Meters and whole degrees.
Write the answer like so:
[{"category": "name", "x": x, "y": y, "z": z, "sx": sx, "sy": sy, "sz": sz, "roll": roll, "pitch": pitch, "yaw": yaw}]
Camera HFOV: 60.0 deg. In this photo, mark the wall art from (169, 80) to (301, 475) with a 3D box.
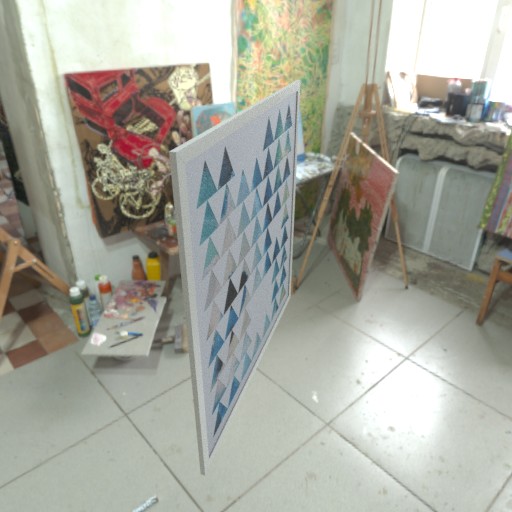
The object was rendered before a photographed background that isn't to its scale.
[{"category": "wall art", "x": 0.000, "y": 0.000, "z": 0.692, "sx": 0.007, "sy": 0.456, "sz": 0.456, "roll": 10, "pitch": 31, "yaw": 16}]
